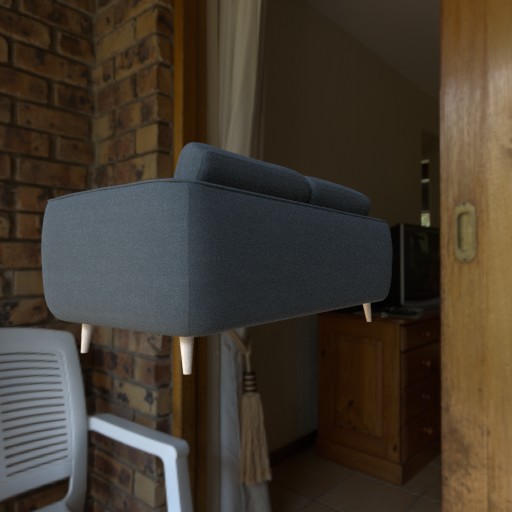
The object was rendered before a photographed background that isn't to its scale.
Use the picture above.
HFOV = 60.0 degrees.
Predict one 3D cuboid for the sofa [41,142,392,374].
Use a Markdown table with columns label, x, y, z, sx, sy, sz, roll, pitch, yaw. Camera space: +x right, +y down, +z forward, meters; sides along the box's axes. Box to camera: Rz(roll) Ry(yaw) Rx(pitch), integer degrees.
| label | x | y | z | sx | sy | sz | roll | pitch | yaw |
| --- | --- | --- | --- | --- | --- | --- | --- | --- | --- |
| sofa | 0.000 | 0.000 | 2.425 | 0.920 | 0.850 | 2.000 | -1 | -1 | 36 |
